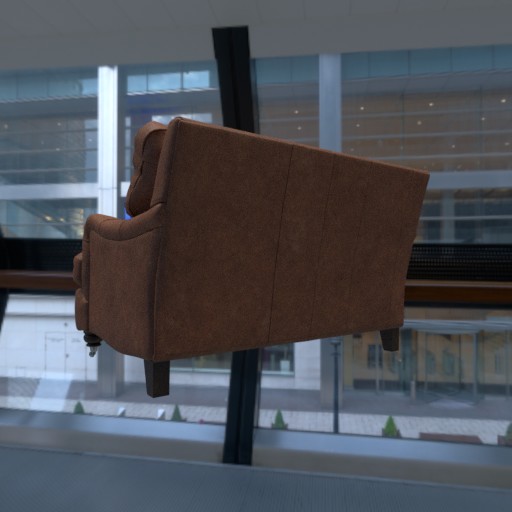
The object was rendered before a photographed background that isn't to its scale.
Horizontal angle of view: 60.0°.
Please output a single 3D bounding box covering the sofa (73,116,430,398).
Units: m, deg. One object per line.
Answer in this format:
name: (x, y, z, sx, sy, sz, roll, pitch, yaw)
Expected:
sofa: (0.000, 0.000, 2.224, 1.527, 1.004, 1.077, 1, -1, -37)
